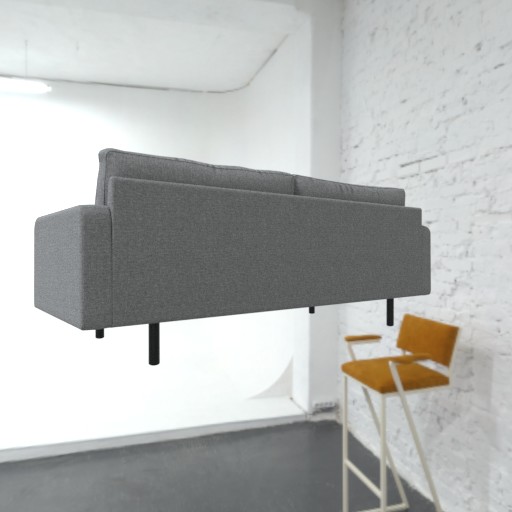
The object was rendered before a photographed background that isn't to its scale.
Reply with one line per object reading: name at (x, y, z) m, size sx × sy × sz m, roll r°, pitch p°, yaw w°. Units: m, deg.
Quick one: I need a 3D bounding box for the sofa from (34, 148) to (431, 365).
sofa at (0.000, 0.000, 2.568) m, size 2.200 × 0.880 × 0.880 m, roll 0°, pitch 1°, yaw -37°
